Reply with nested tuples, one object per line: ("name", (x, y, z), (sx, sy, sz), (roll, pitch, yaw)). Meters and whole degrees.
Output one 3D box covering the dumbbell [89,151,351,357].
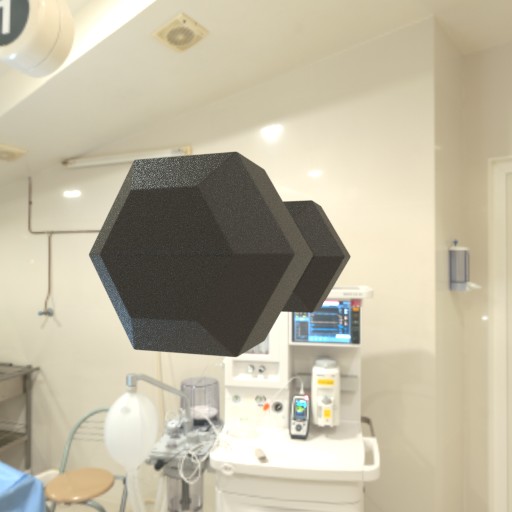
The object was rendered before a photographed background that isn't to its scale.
("dumbbell", (0.000, 0.000, 0.412), (0.142, 0.123, 0.337), (0, 0, 18))
